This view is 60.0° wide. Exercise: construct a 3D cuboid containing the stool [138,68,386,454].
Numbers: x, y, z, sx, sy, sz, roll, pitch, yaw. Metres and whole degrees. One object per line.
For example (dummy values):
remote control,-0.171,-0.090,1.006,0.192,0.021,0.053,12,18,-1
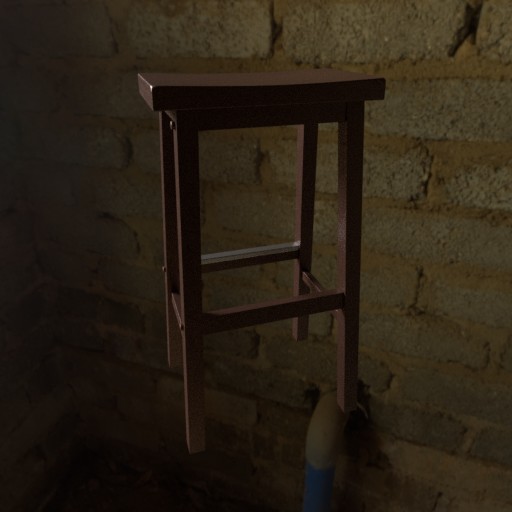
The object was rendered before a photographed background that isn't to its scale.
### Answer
stool,0.000,0.000,0.979,0.406,0.742,0.322,-8,28,-16
